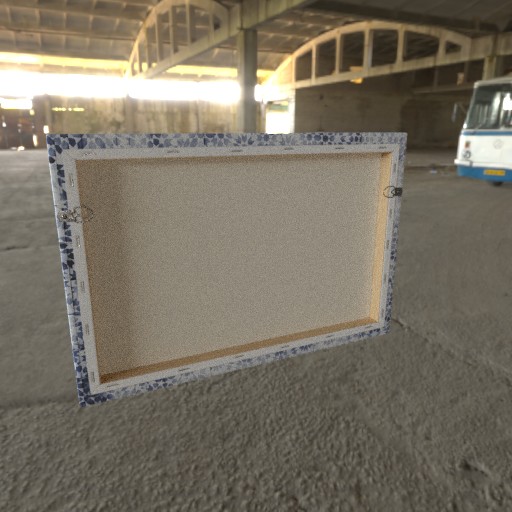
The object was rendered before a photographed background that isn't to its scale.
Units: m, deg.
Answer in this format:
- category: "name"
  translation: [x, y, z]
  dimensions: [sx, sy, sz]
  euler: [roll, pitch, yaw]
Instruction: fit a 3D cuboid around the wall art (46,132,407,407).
- category: "wall art"
  translation: [0.000, 0.000, 0.760]
  dimensions: [0.608, 0.406, 0.030]
  euler: [-7, 18, -24]
